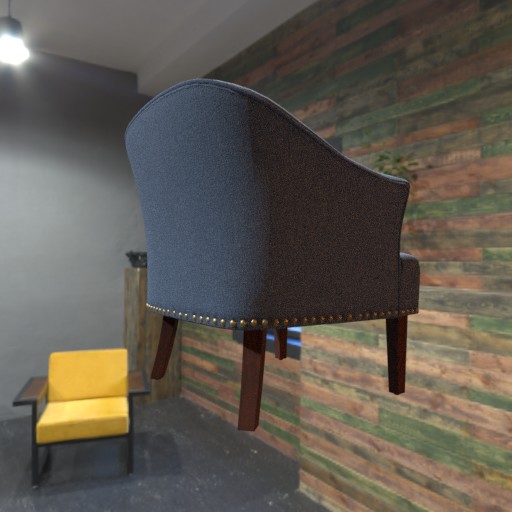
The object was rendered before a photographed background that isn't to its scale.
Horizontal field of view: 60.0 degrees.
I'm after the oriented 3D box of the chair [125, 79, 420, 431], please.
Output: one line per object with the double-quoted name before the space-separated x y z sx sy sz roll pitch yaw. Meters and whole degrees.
"chair" 0.000 0.000 1.371 0.704 0.815 0.772 0 -1 -34
